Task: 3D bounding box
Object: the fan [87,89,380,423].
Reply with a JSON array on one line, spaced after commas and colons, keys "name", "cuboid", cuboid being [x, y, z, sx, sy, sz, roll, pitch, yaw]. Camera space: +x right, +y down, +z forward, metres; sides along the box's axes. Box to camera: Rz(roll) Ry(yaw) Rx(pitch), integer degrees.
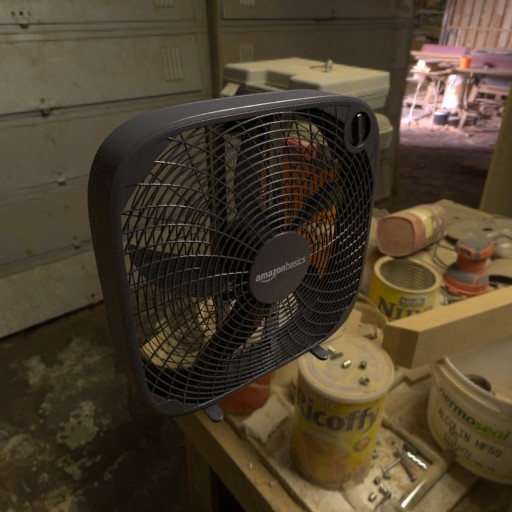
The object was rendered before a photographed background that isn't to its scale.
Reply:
[{"name": "fan", "cuboid": [0.000, 0.000, 0.787, 0.526, 0.533, 0.142, -20, 35, -32]}]
